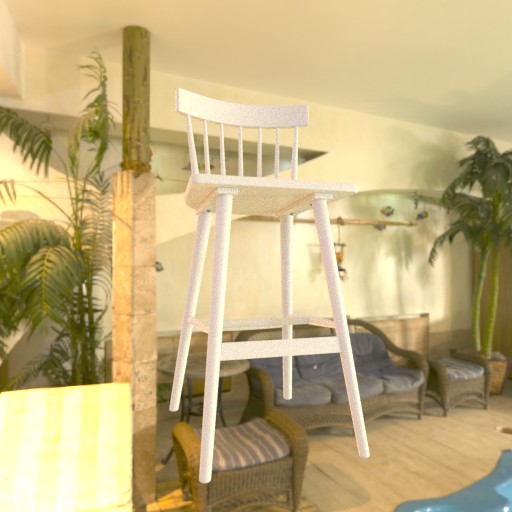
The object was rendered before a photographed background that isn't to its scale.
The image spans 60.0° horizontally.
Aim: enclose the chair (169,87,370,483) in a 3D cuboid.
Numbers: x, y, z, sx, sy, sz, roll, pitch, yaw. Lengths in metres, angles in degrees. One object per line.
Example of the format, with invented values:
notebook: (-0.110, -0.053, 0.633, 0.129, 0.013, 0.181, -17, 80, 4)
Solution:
chair: (0.000, 0.000, 1.395, 0.483, 1.092, 0.572, 0, -1, -18)
